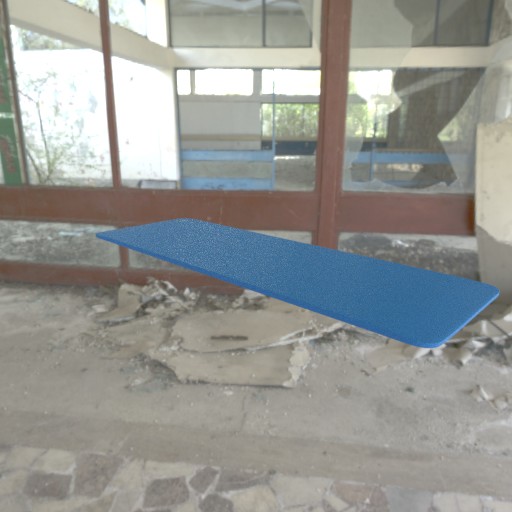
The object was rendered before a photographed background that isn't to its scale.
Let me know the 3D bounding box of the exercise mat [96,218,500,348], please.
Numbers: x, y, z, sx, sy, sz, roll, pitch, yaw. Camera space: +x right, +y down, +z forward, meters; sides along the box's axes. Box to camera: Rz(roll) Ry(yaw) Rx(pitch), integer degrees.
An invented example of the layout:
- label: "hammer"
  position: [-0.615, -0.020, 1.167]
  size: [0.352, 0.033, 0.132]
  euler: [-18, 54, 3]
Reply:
- label: "exercise mat"
  position: [0.000, 0.000, 1.982]
  size: [1.869, 0.021, 0.616]
  euler: [15, 22, 42]
